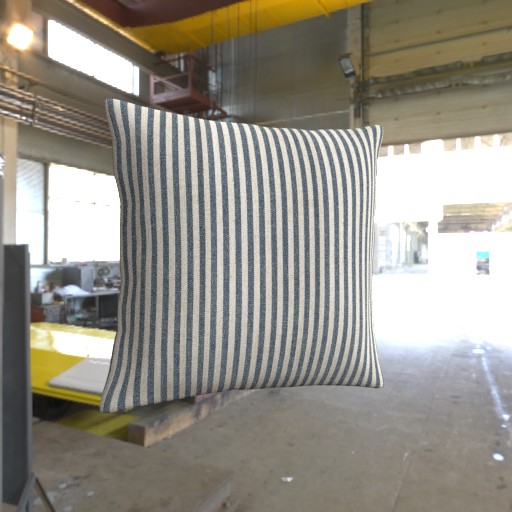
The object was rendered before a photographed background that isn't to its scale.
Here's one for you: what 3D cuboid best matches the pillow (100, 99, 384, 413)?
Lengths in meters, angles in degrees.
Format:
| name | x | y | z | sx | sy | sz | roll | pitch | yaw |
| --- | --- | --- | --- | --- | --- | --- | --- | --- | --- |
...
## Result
| name | x | y | z | sx | sy | sz | roll | pitch | yaw |
| --- | --- | --- | --- | --- | --- | --- | --- | --- | --- |
| pillow | 0.000 | 0.000 | 0.787 | 0.523 | 0.510 | 0.166 | 0 | 0 | -17 |
